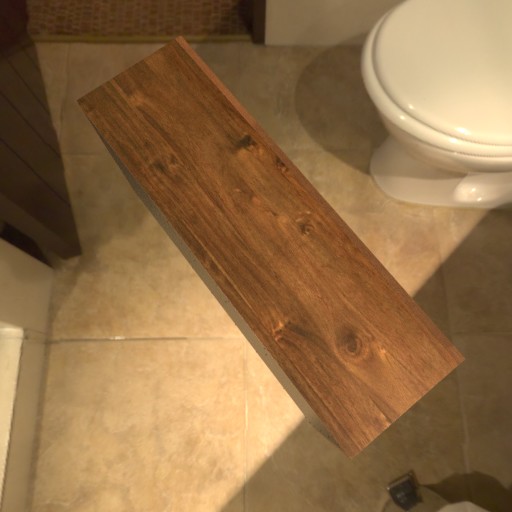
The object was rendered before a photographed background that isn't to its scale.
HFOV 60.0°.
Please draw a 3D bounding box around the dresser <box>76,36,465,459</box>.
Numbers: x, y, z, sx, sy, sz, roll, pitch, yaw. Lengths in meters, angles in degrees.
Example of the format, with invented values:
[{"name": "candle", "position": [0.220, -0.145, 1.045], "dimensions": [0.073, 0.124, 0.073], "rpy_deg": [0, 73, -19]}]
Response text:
[{"name": "dresser", "position": [0.000, 0.000, 1.790], "dimensions": [0.446, 0.873, 1.400], "rpy_deg": [-37, 77, -10]}]
